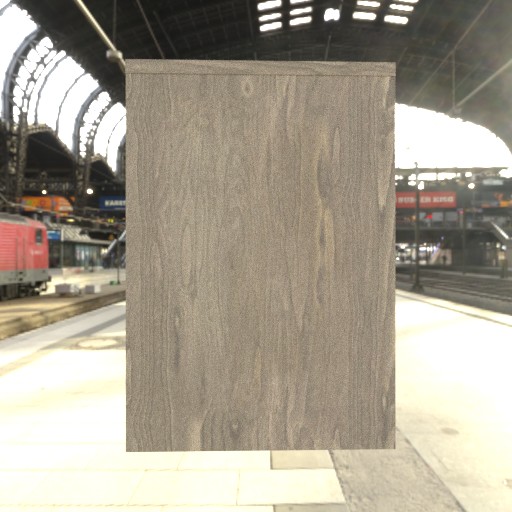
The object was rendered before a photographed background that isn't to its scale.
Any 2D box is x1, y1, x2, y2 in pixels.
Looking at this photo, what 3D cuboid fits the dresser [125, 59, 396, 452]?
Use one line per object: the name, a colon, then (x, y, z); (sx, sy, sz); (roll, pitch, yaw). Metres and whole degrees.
dresser: (0.000, 0.000, 1.270); (0.529, 0.762, 0.809); (0, 0, -2)
